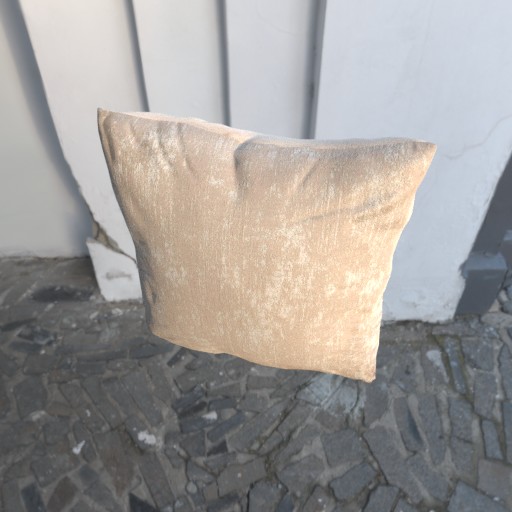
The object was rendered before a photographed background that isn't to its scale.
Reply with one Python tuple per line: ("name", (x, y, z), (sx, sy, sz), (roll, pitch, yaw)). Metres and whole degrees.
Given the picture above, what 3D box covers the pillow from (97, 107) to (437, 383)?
("pillow", (0.000, 0.000, 0.704), (0.450, 0.448, 0.245), (11, 41, 13))
